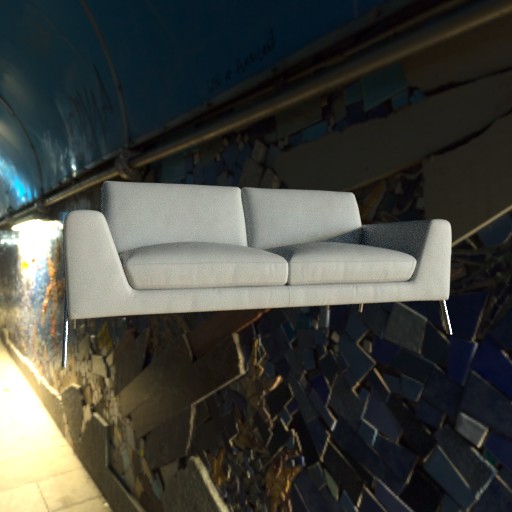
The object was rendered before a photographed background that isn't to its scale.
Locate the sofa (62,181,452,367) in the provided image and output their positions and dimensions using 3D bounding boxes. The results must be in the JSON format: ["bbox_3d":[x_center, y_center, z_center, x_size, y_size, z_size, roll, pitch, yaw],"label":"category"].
[{"bbox_3d":[0.000,0.000,2.572,2.017,0.875,0.953,0,1,-20],"label":"sofa"}]
